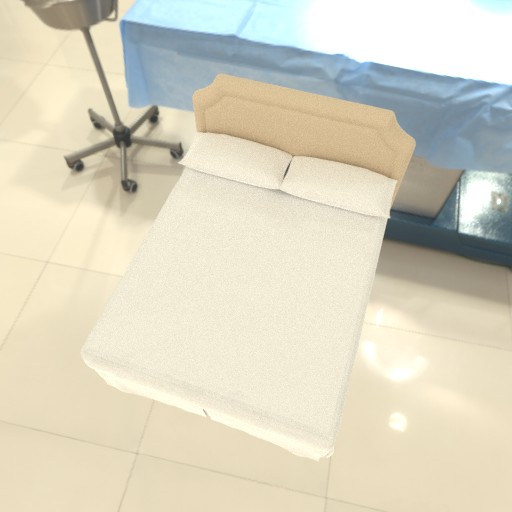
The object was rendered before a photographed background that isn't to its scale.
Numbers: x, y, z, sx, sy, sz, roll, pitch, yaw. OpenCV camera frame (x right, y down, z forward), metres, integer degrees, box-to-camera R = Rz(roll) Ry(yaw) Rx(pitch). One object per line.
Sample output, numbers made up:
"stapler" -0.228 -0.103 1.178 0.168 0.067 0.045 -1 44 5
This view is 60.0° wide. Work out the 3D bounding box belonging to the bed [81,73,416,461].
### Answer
"bed" 0.000 0.000 3.780 2.134 1.524 2.548 16 59 10
